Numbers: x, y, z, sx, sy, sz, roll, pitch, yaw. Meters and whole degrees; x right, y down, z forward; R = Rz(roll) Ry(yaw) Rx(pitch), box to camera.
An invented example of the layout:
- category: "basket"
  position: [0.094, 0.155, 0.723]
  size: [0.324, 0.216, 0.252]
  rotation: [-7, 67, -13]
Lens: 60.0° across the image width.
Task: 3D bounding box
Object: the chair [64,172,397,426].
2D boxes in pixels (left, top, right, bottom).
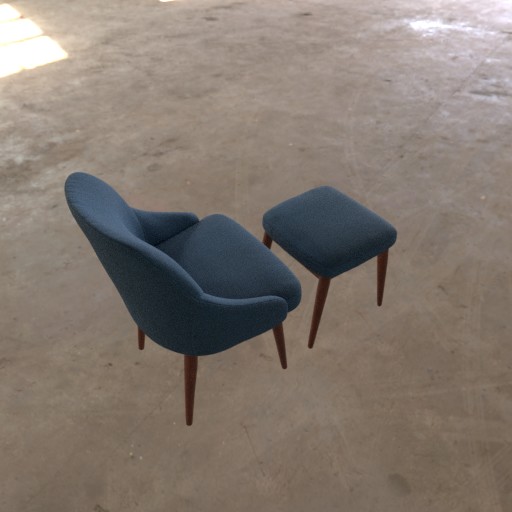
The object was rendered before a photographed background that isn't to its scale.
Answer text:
- category: "chair"
  position: [0.000, 0.000, 1.615]
  size: [1.114, 0.866, 0.584]
  rotation: [-25, 46, -26]
